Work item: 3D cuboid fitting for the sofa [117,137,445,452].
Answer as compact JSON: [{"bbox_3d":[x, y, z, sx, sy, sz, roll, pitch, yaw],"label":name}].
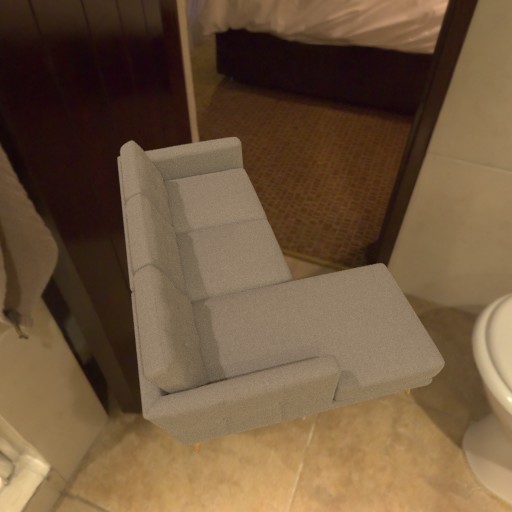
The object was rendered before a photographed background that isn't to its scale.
[{"bbox_3d":[0.000,0.000,2.837,1.530,0.860,2.040,-11,49,-10],"label":"sofa"}]
